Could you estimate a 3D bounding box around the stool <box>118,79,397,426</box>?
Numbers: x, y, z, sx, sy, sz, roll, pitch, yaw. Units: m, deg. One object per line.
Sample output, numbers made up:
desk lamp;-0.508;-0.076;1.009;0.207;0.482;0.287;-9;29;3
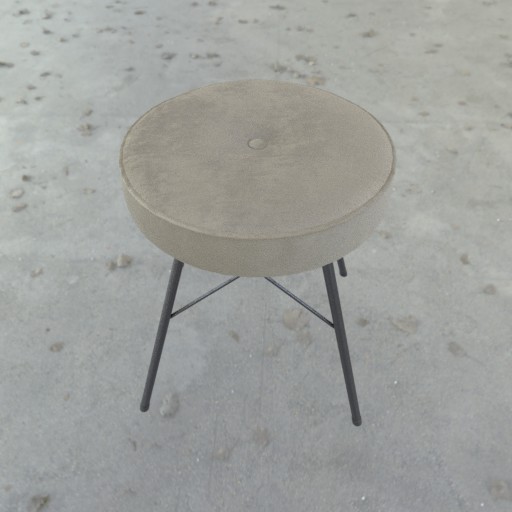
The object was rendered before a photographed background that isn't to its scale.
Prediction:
stool;0.000;0.000;0.849;0.457;0.538;0.423;3;47;3
